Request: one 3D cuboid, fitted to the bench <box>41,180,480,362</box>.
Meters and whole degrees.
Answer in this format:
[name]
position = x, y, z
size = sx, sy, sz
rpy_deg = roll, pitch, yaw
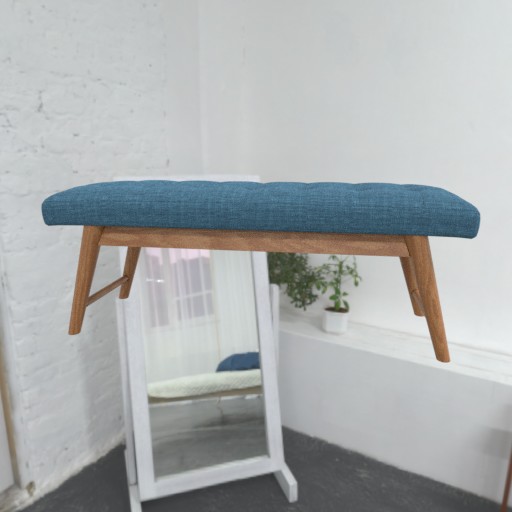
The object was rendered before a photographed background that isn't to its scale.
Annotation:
[bench]
position = 0.000, 0.000, 1.335
size = 1.118, 0.432, 0.406
rpy_deg = 2, 14, 9
